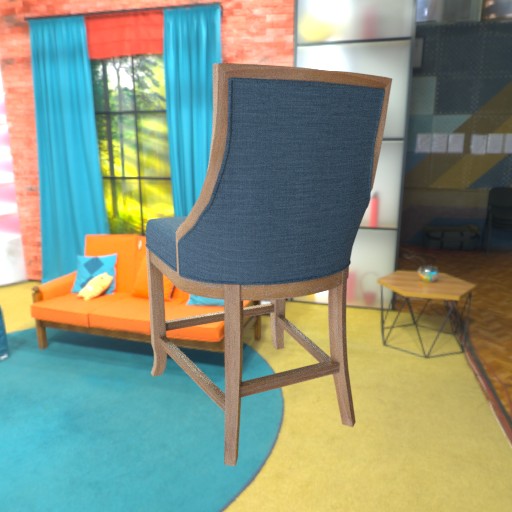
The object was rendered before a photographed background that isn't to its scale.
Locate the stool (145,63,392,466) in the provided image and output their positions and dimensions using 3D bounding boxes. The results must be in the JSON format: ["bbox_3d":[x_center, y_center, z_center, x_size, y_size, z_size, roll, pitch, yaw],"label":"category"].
[{"bbox_3d":[0.000,0.000,1.298,0.524,0.938,0.626,-6,15,-25],"label":"stool"}]
